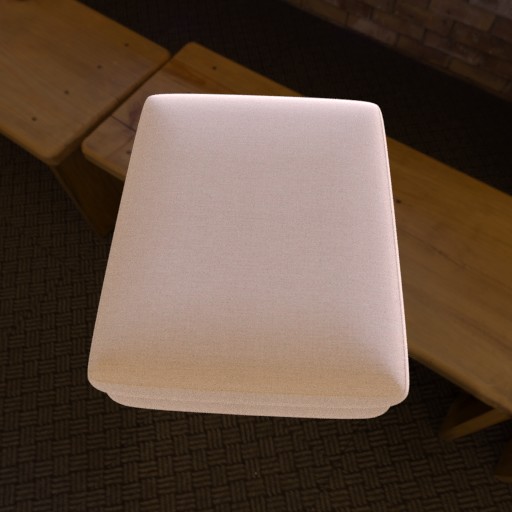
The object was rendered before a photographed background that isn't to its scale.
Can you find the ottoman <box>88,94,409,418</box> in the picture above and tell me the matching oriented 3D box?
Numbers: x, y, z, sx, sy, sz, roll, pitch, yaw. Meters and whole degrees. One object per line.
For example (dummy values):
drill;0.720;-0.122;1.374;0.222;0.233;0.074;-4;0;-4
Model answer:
ottoman;0.000;0.000;1.185;0.657;0.453;0.794;2;64;1
